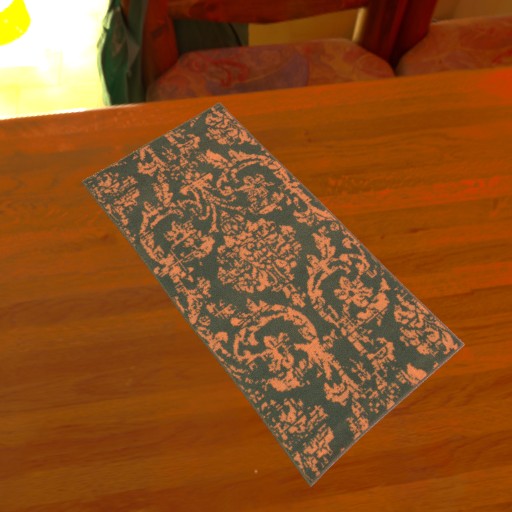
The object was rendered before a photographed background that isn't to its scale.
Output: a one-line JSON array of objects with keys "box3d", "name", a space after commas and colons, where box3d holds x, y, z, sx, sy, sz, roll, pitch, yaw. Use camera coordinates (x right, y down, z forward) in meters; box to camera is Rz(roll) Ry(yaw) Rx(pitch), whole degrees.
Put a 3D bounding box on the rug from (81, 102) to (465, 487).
[{"box3d": [0.000, 0.000, 1.432, 0.604, 0.007, 1.219, -35, 69, -16], "name": "rug"}]
